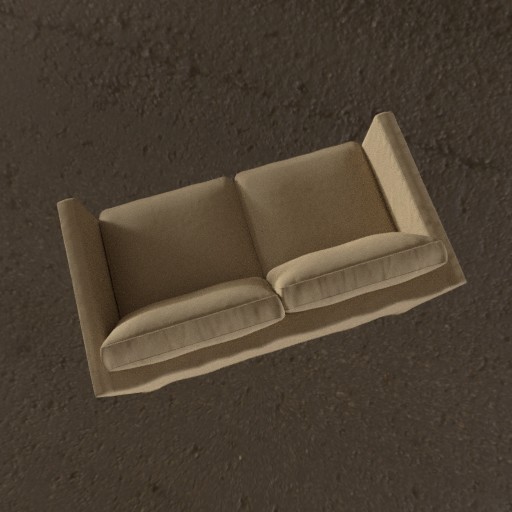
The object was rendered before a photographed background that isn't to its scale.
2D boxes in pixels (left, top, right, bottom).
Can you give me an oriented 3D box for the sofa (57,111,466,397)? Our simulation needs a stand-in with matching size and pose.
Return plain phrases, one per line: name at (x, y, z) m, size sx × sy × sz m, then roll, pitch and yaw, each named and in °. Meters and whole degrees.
sofa at (0.000, 0.000, 2.302) m, size 1.719 × 0.835 × 0.962 m, roll -16°, pitch 75°, yaw -4°
